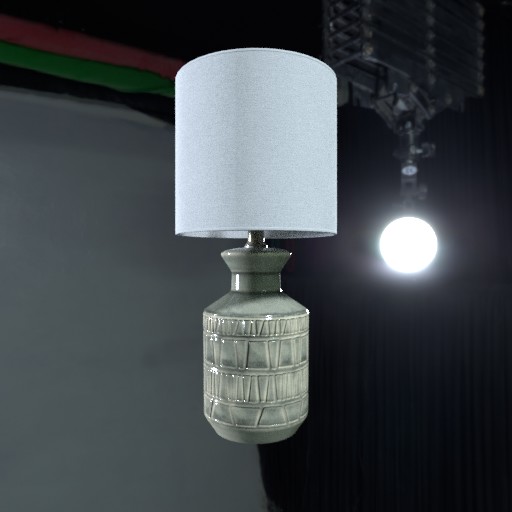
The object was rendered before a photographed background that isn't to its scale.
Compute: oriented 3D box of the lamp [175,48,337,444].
[{"bbox_3d":[0.000,0.000,0.589,0.211,0.455,0.211,0,0,-37],"label":"lamp"}]
